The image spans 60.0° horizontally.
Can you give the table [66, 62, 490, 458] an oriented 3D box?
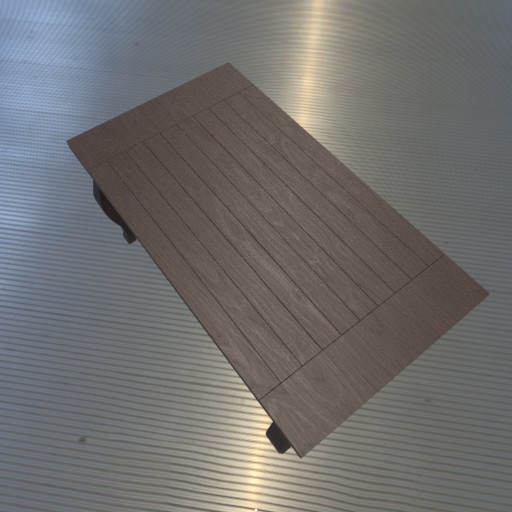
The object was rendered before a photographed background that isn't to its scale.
[{"bbox_3d":[0.000,0.000,1.385,0.600,0.494,1.062,-34,66,-18],"label":"table"}]
